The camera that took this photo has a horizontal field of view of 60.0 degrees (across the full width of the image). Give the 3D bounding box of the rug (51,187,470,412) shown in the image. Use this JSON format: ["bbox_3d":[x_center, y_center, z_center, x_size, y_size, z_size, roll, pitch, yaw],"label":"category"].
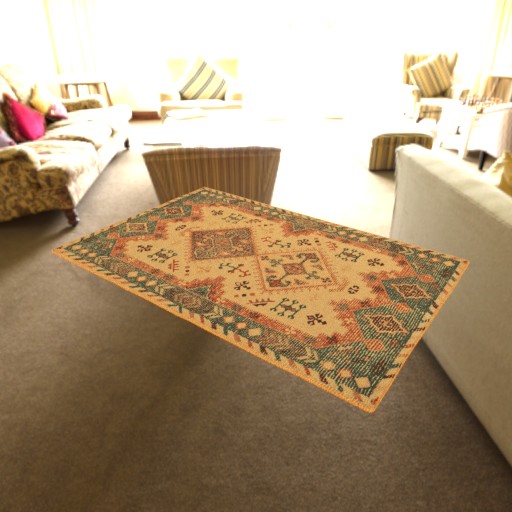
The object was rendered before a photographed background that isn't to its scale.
[{"bbox_3d":[0.000,0.000,2.321,1.840,0.015,1.225,20,35,31],"label":"rug"}]
